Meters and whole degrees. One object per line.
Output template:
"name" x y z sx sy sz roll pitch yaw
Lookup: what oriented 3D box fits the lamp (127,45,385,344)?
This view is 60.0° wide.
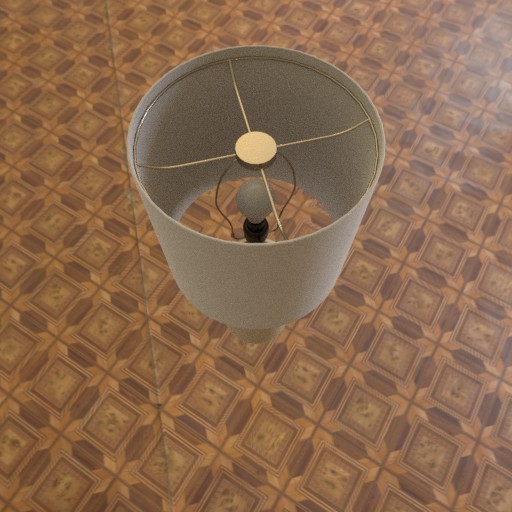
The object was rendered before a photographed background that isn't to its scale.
"lamp" 0.000 0.000 0.592 0.220 0.475 0.220 0 63 0
